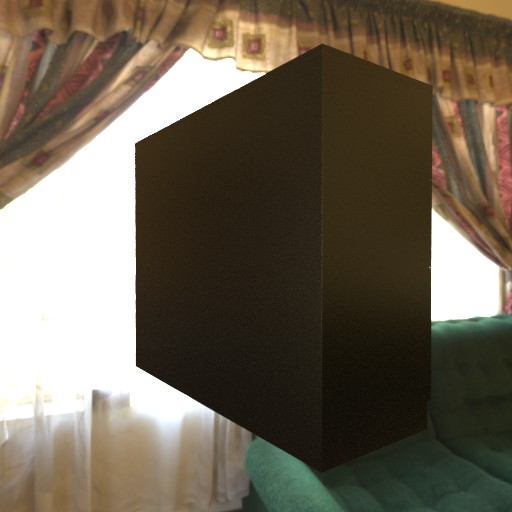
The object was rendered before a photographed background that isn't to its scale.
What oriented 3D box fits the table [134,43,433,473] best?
[{"bbox_3d":[0.000,0.000,1.303,0.380,0.790,0.930,-1,1,-36],"label":"table"}]
